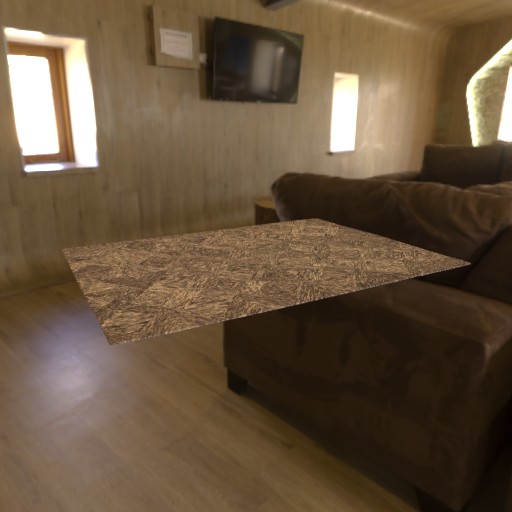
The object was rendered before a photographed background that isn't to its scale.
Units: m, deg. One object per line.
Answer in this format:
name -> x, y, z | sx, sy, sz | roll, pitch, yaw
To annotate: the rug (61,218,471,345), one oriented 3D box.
rug -> 0.000, 0.000, 5.414 | 4.093, 0.020, 2.997 | -9, 19, -28
